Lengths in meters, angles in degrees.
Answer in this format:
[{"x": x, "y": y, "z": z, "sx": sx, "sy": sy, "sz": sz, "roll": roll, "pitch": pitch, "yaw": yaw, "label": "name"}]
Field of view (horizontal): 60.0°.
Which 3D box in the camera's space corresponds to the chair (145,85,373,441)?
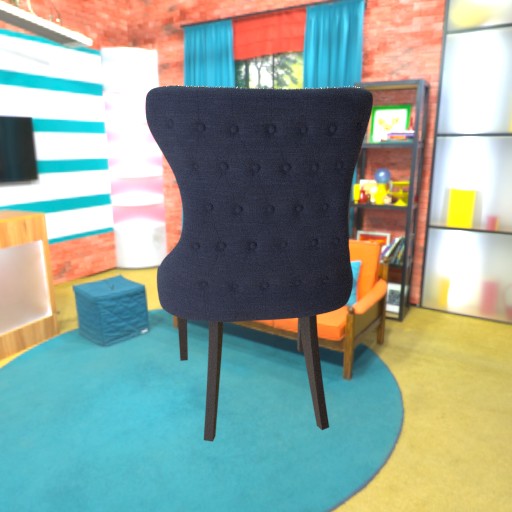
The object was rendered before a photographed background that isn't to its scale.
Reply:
[{"x": 0.000, "y": 0.000, "z": 1.409, "sx": 0.628, "sy": 0.967, "sz": 0.635, "roll": -2, "pitch": 14, "yaw": -9, "label": "chair"}]
